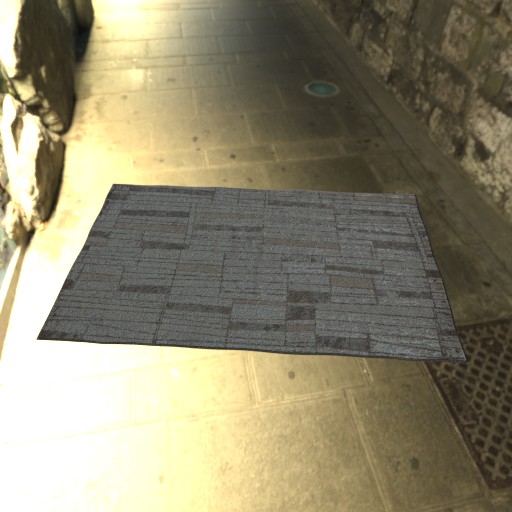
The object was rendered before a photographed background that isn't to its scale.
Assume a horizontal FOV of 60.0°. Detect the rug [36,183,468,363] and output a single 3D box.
[{"bbox_3d":[0.000,0.000,3.029,2.444,0.023,1.531,3,45,3],"label":"rug"}]
